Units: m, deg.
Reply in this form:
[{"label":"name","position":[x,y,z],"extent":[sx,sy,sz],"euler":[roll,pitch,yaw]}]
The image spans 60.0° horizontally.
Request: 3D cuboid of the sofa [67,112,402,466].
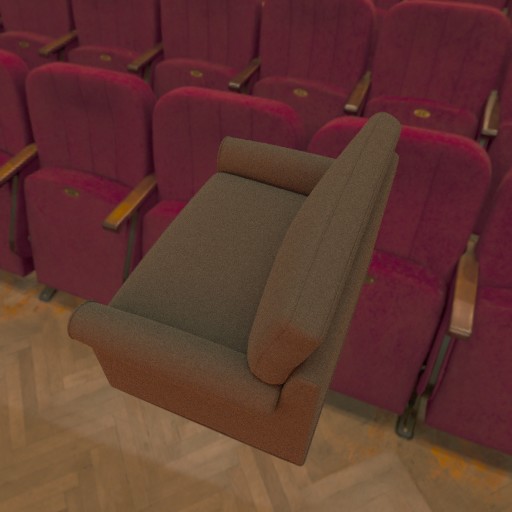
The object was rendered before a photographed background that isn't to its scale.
[{"label":"sofa","position":[0.000,0.000,1.989],"extent":[0.940,0.953,1.410],"euler":[17,48,16]}]
